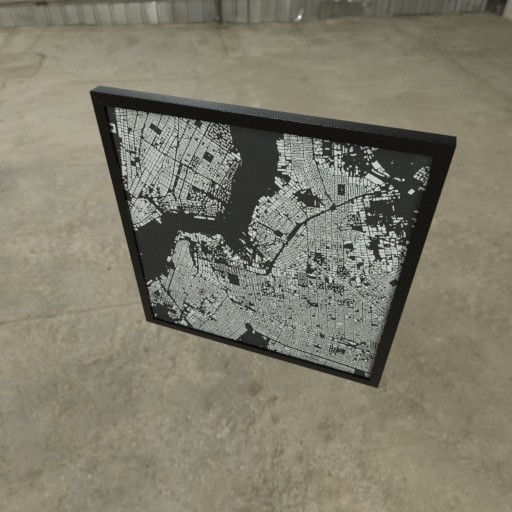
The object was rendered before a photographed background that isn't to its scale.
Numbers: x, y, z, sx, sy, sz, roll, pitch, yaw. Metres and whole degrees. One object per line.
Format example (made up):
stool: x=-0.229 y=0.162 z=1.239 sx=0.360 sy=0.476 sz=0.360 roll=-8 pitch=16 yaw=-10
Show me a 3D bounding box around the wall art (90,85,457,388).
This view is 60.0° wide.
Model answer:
wall art: x=0.000 y=0.000 z=1.130 sx=0.755 sy=0.761 sz=0.038 roll=13 pitch=43 yaw=14
